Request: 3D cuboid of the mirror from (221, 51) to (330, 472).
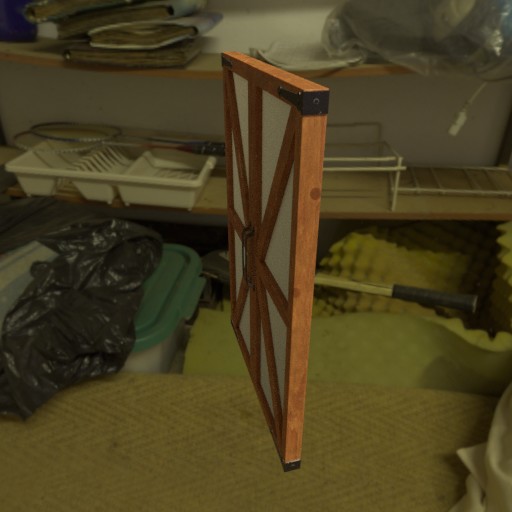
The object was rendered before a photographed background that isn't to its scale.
[{"bbox_3d":[0.000,0.000,0.957,0.053,0.761,0.517,-8,31,-13],"label":"mirror"}]
